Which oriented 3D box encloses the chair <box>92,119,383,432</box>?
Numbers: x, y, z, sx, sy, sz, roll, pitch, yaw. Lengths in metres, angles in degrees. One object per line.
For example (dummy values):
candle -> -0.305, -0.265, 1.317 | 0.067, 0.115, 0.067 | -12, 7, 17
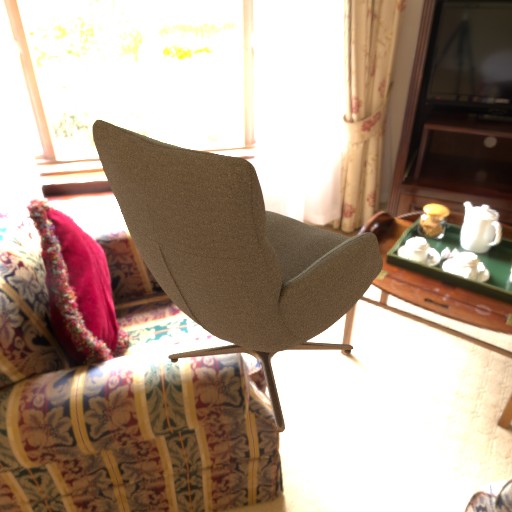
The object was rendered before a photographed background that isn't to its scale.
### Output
chair -> 0.000, 0.000, 1.508 | 0.702, 0.984, 0.831 | 22, 38, 32
